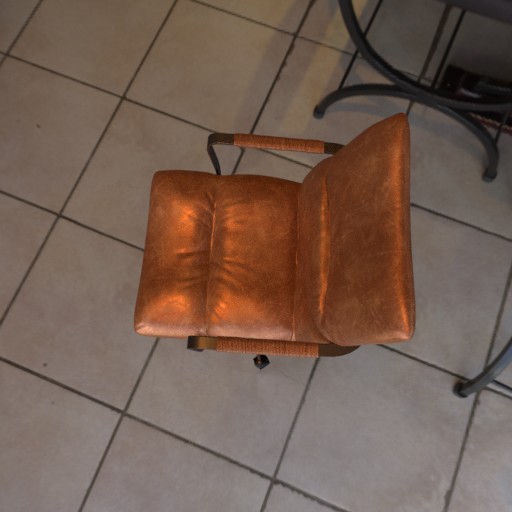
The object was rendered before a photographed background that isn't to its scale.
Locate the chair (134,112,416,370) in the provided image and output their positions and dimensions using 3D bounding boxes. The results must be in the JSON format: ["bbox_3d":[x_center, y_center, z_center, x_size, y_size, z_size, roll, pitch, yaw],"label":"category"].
[{"bbox_3d":[0.000,0.000,1.477,0.754,0.922,0.727,3,75,1],"label":"chair"}]
